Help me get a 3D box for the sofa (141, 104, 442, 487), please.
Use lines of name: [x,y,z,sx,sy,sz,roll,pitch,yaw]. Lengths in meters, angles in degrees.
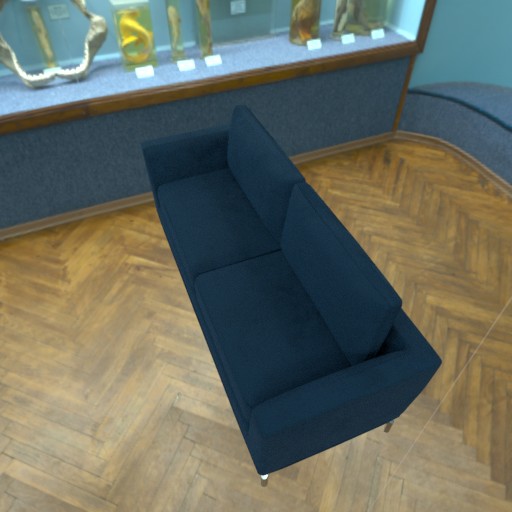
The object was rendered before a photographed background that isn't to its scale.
sofa: [0.000,0.000,2.664,0.853,0.998,2.212,-16,49,-15]
